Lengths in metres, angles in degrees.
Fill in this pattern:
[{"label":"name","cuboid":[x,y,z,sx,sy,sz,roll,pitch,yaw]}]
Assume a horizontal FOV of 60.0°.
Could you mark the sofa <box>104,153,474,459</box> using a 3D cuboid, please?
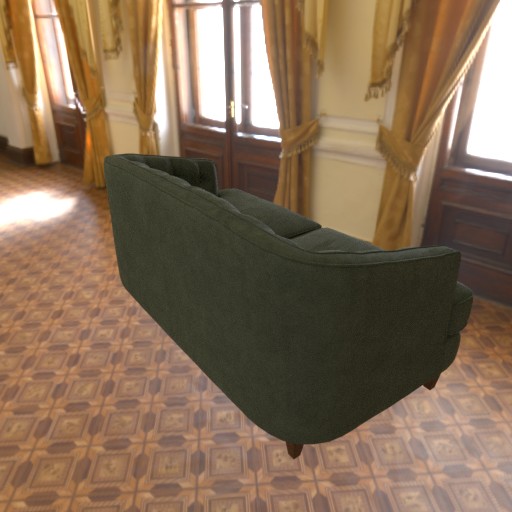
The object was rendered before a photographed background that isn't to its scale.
[{"label":"sofa","cuboid":[0.000,0.000,2.130,0.941,0.855,1.733,-18,31,-32]}]
